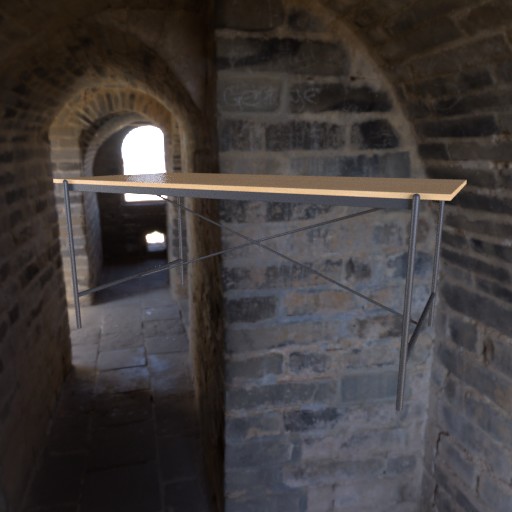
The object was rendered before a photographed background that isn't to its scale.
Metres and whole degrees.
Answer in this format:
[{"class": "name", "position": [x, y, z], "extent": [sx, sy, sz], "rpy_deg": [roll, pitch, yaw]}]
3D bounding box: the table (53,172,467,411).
[{"class": "table", "position": [0.000, 0.000, 2.220], "extent": [1.800, 0.758, 0.900], "rpy_deg": [7, 15, 27]}]
